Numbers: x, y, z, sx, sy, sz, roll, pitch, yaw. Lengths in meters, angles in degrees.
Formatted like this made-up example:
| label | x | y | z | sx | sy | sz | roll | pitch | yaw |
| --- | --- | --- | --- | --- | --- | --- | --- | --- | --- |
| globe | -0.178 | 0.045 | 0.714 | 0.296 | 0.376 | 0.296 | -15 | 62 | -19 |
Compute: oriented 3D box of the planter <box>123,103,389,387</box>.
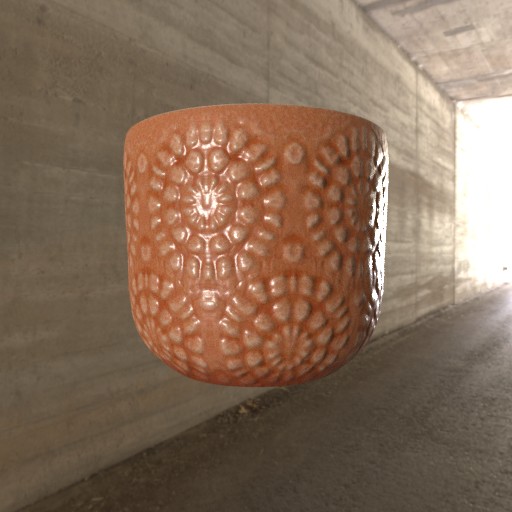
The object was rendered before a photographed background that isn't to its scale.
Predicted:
| label | x | y | z | sx | sy | sz | roll | pitch | yaw |
| --- | --- | --- | --- | --- | --- | --- | --- | --- | --- |
| planter | 0.000 | 0.000 | 0.217 | 0.124 | 0.109 | 0.124 | 0 | 1 | 0 |
